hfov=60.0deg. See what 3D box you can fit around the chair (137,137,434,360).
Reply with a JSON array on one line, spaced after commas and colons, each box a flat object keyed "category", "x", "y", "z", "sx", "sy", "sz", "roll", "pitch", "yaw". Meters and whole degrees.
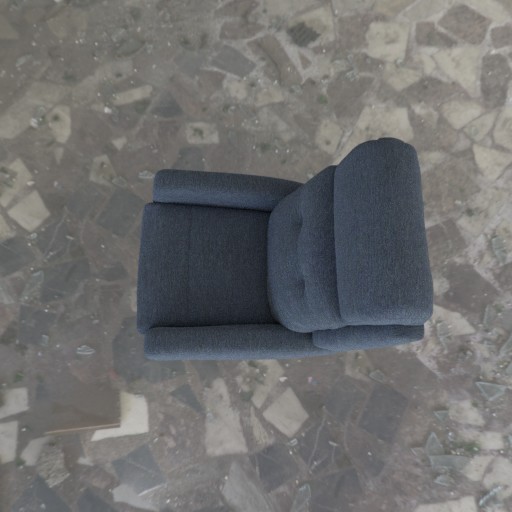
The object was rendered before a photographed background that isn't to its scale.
[{"category": "chair", "x": 0.000, "y": 0.000, "z": 1.763, "sx": 1.043, "sy": 1.013, "sz": 0.798, "roll": 0, "pitch": 76, "yaw": 0}]
